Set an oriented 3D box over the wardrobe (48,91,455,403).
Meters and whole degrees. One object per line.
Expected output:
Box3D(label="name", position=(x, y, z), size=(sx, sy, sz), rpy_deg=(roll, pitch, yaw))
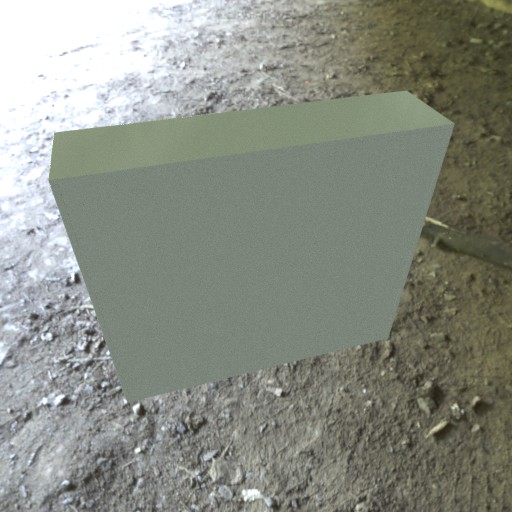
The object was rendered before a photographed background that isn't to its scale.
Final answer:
Box3D(label="wardrobe", position=(0.000, 0.000, 1.930), size=(1.340, 1.200, 0.360), rpy_deg=(-11, 42, -12))
